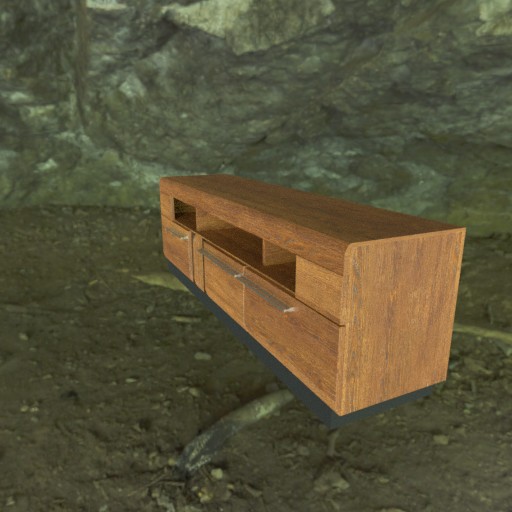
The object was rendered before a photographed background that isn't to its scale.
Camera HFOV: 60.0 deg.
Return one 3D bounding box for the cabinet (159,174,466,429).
[{"bbox_3d":[0.000,0.000,1.817,0.419,0.510,1.600,-8,18,-25],"label":"cabinet"}]
